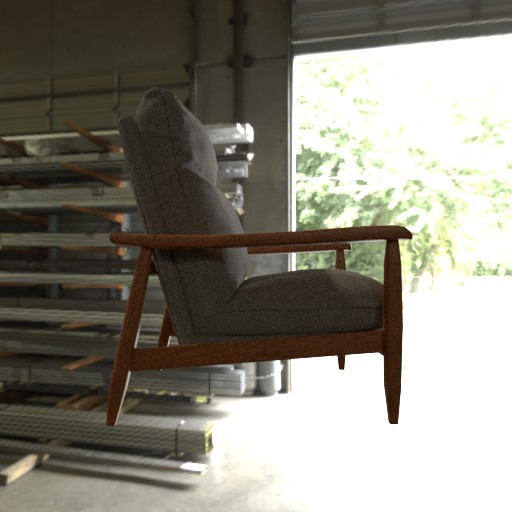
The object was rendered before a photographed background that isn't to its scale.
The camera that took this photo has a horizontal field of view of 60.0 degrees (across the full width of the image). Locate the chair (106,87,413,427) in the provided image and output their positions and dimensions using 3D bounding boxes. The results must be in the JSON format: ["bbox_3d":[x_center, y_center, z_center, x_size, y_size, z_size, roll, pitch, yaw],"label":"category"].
[{"bbox_3d":[0.000,0.000,1.520,0.816,0.922,0.782,0,-2,-1],"label":"chair"}]
